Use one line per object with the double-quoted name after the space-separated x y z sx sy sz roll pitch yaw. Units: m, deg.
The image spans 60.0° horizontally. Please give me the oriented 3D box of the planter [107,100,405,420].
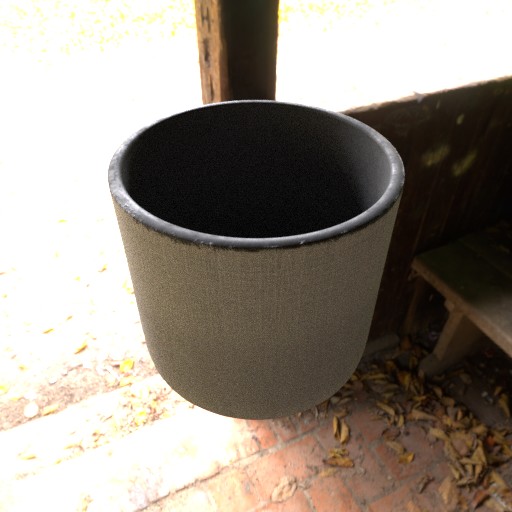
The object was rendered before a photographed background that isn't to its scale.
0.000 0.000 0.396 0.221 0.201 0.221 0 41 0 "planter"
